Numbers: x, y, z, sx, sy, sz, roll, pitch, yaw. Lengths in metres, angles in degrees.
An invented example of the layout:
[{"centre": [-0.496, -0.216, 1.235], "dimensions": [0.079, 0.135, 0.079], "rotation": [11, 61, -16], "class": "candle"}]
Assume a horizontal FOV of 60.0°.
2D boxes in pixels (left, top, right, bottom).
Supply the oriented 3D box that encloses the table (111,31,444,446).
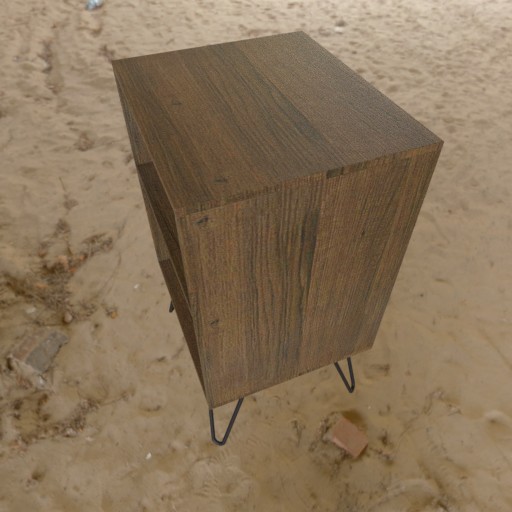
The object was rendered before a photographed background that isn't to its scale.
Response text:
[{"centre": [0.000, 0.000, 1.139], "dimensions": [0.457, 0.866, 0.526], "rotation": [-16, 49, -15], "class": "table"}]
